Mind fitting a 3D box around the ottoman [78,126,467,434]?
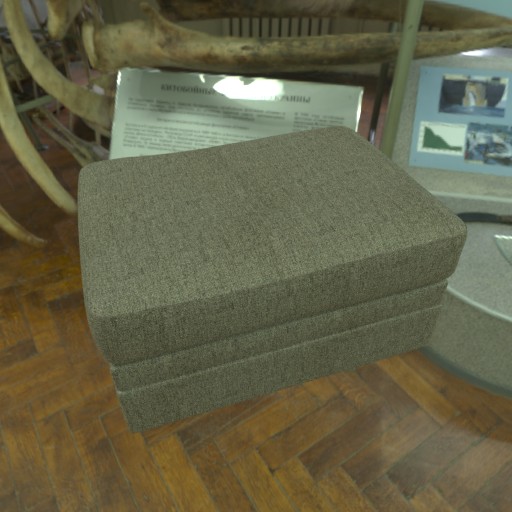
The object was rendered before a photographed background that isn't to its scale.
[{"bbox_3d":[0.000,0.000,1.254,0.885,0.478,0.637,-12,42,-14],"label":"ottoman"}]
